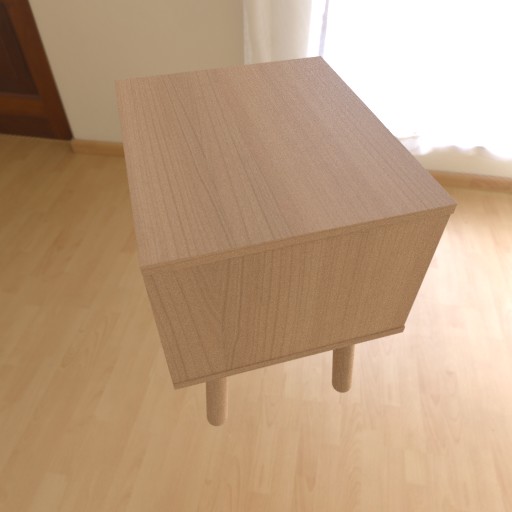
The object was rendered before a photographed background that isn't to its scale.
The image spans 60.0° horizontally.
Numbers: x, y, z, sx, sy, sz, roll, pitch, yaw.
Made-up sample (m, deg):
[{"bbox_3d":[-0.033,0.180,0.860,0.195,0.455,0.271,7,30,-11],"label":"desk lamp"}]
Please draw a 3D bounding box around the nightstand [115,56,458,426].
[{"bbox_3d":[0.000,0.000,0.842,0.380,0.530,0.450,-12,47,-11],"label":"nightstand"}]
